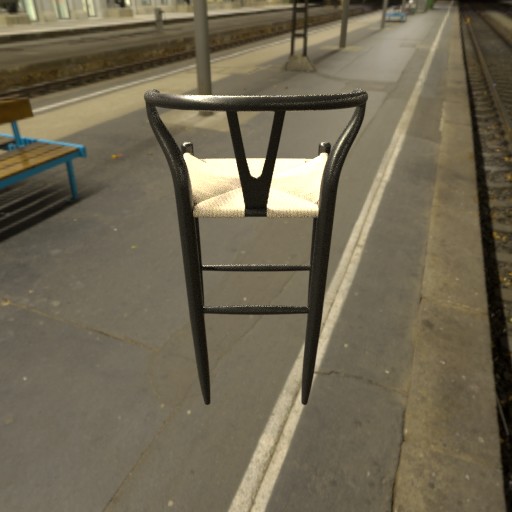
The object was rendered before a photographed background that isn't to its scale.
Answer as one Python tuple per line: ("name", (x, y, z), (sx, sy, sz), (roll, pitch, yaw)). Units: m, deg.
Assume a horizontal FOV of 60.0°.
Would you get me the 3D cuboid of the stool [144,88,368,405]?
("stool", (0.000, 0.000, 1.395), (0.569, 1.072, 0.579), (0, 31, 0))
